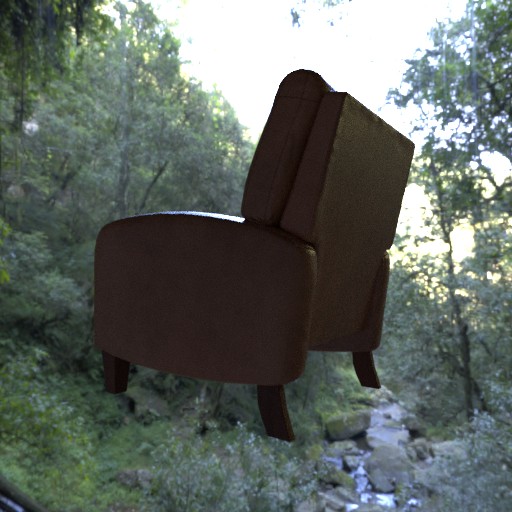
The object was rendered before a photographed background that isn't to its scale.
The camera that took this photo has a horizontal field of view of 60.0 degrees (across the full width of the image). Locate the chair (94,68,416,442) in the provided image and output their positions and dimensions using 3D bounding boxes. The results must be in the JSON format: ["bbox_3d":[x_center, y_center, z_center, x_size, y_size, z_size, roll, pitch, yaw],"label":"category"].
[{"bbox_3d":[0.000,0.000,1.627,0.990,0.990,0.762,-1,-2,36],"label":"chair"}]
